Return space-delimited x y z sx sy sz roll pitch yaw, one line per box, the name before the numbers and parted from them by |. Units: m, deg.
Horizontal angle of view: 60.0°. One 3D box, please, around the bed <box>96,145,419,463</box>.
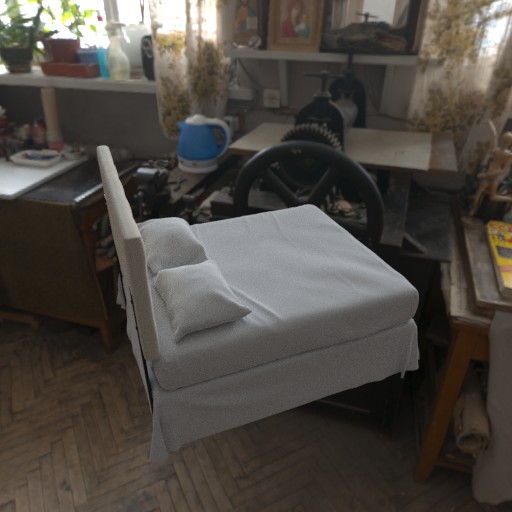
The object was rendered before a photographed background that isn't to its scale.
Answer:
bed | 0.000 0.000 3.558 2.222 1.577 1.936 -12 33 -19
